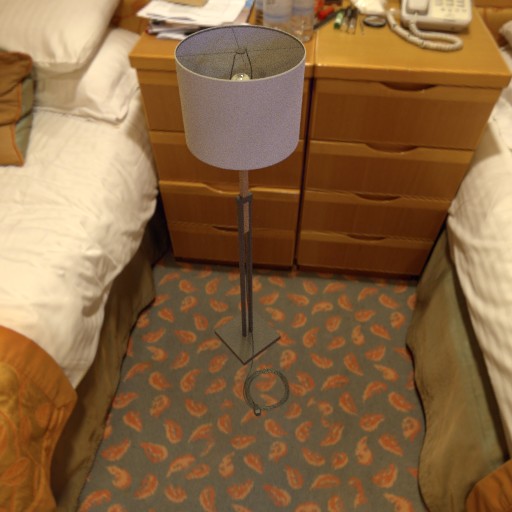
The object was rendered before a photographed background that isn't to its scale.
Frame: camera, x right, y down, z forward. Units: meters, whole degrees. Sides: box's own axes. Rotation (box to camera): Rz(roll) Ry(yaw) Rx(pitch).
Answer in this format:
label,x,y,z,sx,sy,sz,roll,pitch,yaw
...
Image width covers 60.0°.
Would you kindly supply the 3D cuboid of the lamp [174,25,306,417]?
label,x,y,z,sx,sy,sz,roll,pitch,yaw
lamp,0.000,0.000,1.907,0.474,1.650,0.639,-32,55,-26
